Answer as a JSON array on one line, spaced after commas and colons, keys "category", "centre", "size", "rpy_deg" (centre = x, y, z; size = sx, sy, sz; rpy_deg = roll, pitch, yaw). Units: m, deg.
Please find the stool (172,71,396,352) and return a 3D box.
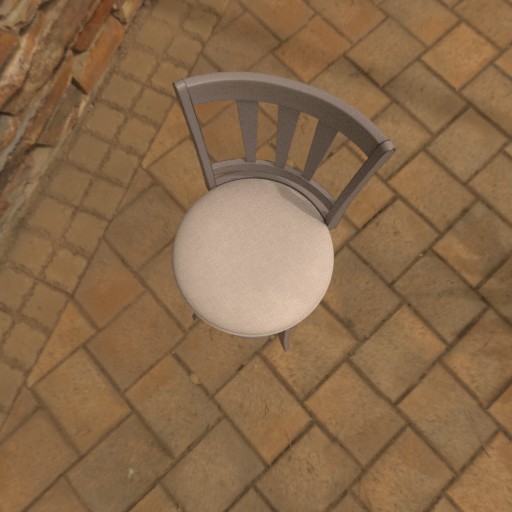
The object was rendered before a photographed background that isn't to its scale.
[{"category": "stool", "centre": [0.000, 0.000, 1.273], "size": [0.436, 1.023, 0.475], "rpy_deg": [18, 77, 4]}]
